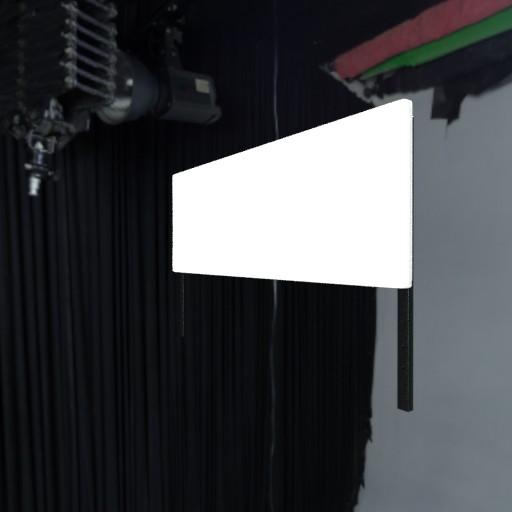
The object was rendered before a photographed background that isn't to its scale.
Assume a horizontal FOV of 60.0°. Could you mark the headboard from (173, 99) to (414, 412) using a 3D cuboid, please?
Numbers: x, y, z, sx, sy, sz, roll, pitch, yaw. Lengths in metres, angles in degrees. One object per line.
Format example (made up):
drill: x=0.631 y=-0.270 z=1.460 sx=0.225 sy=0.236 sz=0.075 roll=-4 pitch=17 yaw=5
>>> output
headboard: x=0.000 y=0.000 z=2.931 sx=0.120 sy=1.410 sz=2.362 roll=0 pitch=0 yaw=-36
